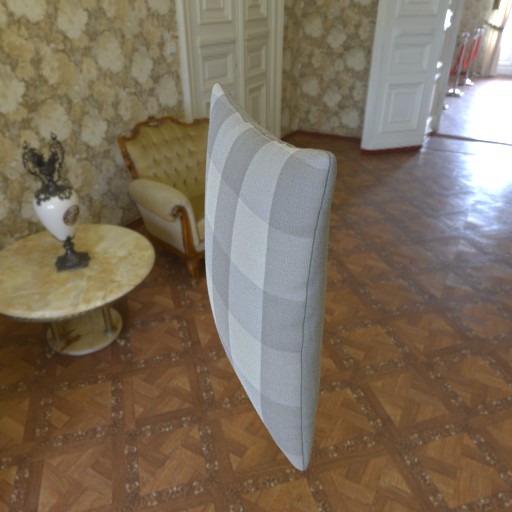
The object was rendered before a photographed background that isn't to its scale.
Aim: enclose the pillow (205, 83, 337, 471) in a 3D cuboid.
[{"bbox_3d":[0.000,0.000,0.784,0.161,0.509,0.511,-9,31,-15],"label":"pillow"}]
